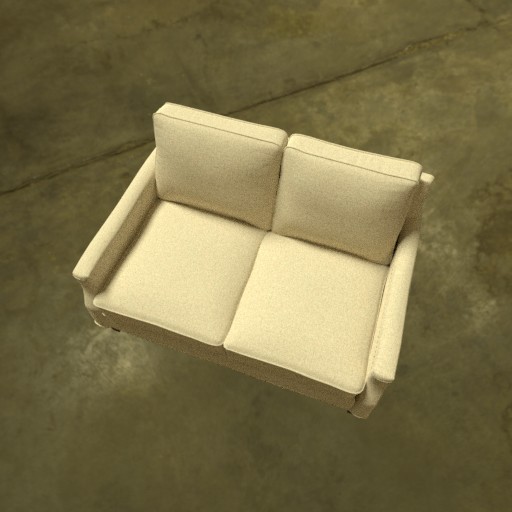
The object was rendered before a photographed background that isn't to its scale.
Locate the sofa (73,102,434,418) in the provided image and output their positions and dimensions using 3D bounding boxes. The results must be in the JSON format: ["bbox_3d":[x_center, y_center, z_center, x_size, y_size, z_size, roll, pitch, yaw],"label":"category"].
[{"bbox_3d":[0.000,0.000,2.359,1.597,1.003,1.084,17,60,10],"label":"sofa"}]
